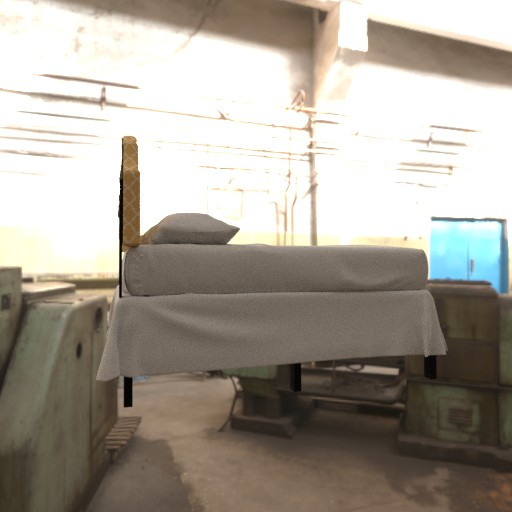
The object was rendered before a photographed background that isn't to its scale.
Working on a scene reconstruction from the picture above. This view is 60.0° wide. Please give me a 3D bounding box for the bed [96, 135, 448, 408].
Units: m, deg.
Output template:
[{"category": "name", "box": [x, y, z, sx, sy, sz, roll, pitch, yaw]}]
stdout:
[{"category": "bed", "box": [0.000, 0.000, 3.392, 2.222, 1.633, 1.780, 0, -1, -17]}]
